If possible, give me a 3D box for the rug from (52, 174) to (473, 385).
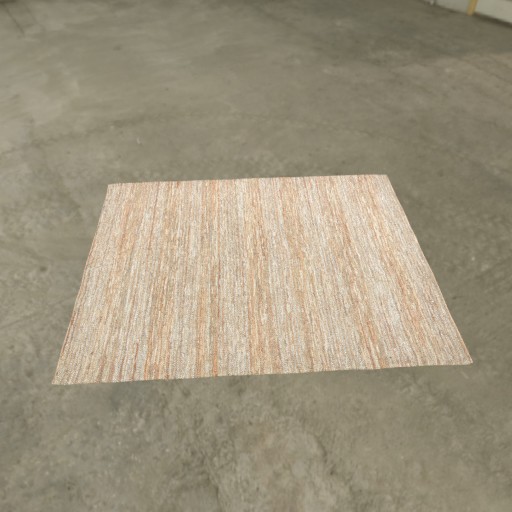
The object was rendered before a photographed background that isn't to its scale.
[{"bbox_3d":[0.000,0.000,3.864,2.939,0.009,2.313,-2,45,-2],"label":"rug"}]
